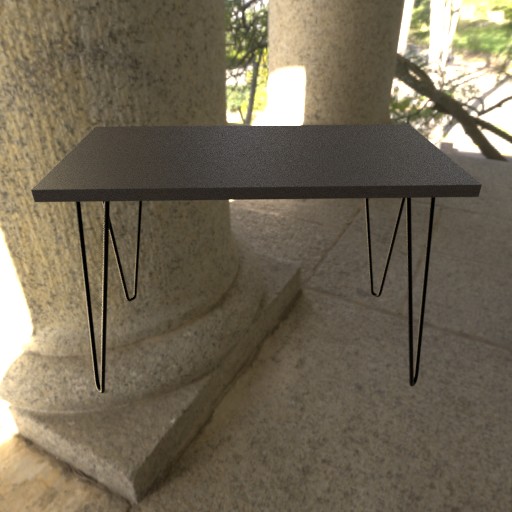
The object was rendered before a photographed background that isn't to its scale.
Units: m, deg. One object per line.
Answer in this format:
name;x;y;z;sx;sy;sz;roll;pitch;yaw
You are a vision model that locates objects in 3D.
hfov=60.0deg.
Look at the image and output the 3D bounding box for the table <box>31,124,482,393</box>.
table;0.000;0.000;1.358;0.991;0.660;0.499;-1;32;-1
